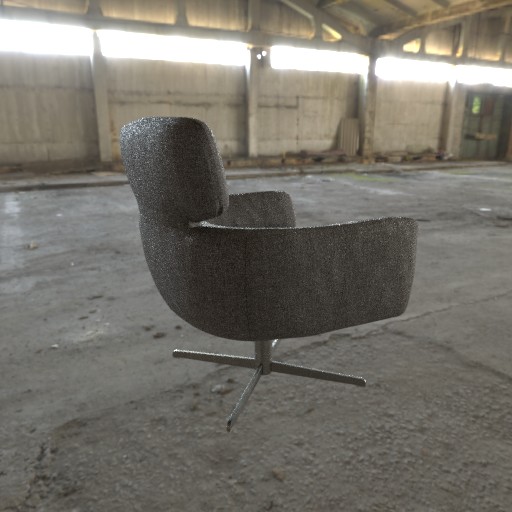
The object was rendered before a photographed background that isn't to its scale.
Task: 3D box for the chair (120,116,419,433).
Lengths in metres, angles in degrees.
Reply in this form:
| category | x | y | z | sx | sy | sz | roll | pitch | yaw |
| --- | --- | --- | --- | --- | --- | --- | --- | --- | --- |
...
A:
| category | x | y | z | sx | sy | sz | roll | pitch | yaw |
| --- | --- | --- | --- | --- | --- | --- | --- | --- | --- |
| chair | 0.000 | 0.000 | 1.372 | 0.715 | 0.812 | 0.706 | -8 | 17 | -27 |
